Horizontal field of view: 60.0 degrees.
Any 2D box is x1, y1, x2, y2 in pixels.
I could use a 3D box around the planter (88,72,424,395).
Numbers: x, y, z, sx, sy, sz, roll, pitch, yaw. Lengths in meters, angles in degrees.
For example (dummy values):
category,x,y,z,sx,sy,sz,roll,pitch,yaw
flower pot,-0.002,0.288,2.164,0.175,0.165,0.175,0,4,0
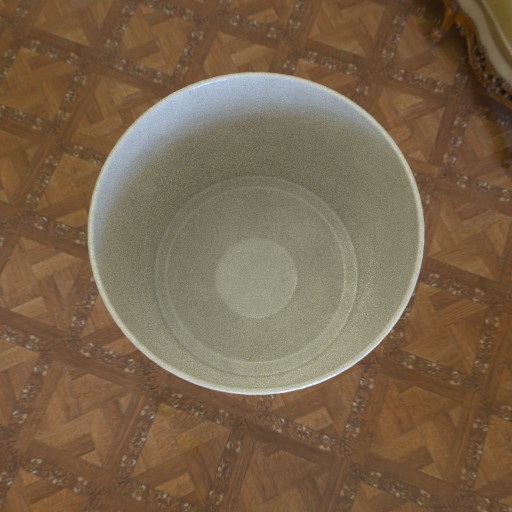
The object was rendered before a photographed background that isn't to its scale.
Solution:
category,x,y,z,sx,sy,sz,roll,pitch,yaw
planter,0.000,0.000,0.338,0.190,0.181,0.190,0,77,0
